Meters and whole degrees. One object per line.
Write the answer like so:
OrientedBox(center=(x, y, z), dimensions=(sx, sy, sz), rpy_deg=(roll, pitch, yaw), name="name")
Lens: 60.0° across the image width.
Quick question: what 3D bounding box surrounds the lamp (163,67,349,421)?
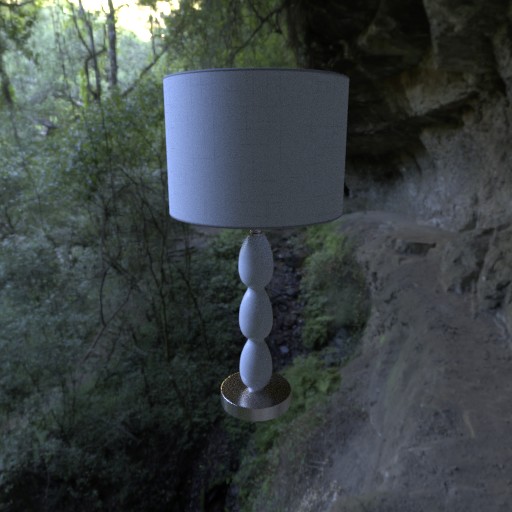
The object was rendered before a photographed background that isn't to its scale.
OrientedBox(center=(0.000, 0.000, 0.753), dimensions=(0.282, 0.559, 0.280), rpy_deg=(15, 22, 43), name="lamp")
